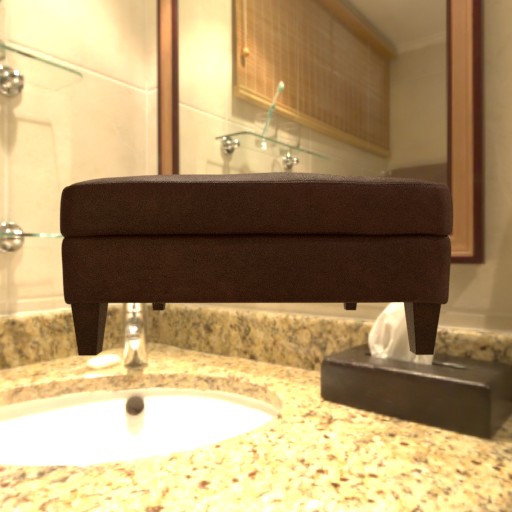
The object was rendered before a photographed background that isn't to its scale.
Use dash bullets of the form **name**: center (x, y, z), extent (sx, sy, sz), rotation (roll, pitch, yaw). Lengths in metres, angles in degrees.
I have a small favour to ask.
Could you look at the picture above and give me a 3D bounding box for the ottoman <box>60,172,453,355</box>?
- **ottoman**: center (0.000, 0.000, 1.317), extent (0.844, 0.415, 0.836), rotation (0, 1, 0)
